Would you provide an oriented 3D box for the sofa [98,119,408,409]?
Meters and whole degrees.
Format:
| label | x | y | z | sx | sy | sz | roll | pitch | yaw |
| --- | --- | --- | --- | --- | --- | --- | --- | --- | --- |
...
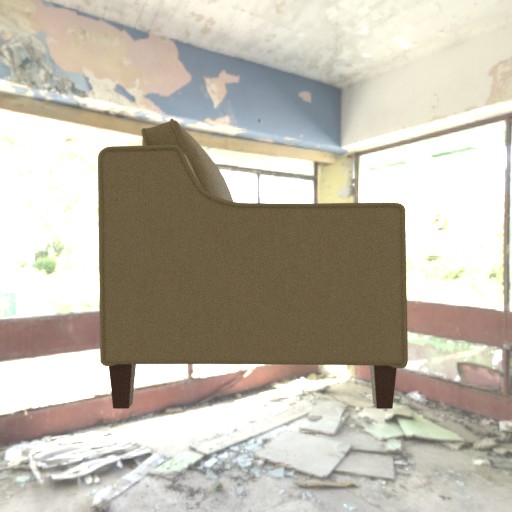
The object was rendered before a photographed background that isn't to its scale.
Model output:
| label | x | y | z | sx | sy | sz | roll | pitch | yaw |
| --- | --- | --- | --- | --- | --- | --- | --- | --- | --- |
| sofa | 0.000 | 0.000 | 2.127 | 0.987 | 0.971 | 1.501 | 0 | 0 | 0 |
